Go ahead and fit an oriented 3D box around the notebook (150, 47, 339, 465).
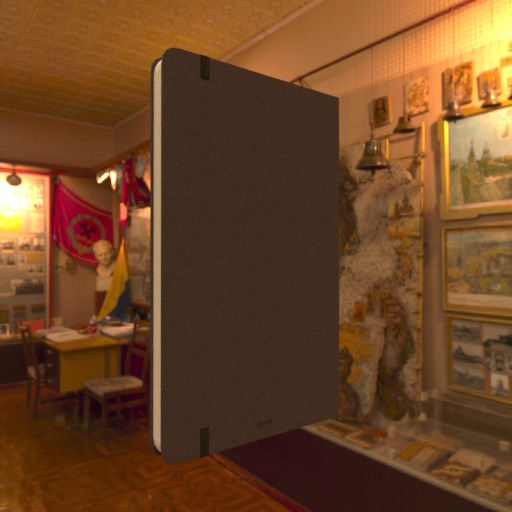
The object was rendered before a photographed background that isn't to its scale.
[{"bbox_3d":[0.000,0.000,0.264,0.127,0.213,0.016,0,-1,-36],"label":"notebook"}]
